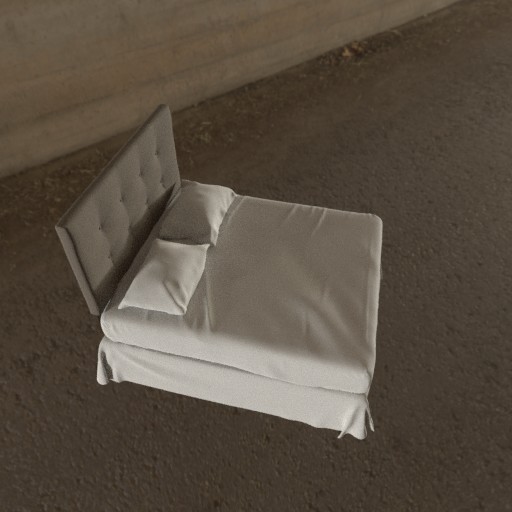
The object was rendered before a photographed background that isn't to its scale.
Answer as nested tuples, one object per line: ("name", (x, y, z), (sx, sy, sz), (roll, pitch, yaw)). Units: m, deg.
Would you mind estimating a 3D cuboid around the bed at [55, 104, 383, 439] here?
("bed", (0.000, 0.000, 3.529), (2.222, 1.577, 1.936), (10, 46, 10))
